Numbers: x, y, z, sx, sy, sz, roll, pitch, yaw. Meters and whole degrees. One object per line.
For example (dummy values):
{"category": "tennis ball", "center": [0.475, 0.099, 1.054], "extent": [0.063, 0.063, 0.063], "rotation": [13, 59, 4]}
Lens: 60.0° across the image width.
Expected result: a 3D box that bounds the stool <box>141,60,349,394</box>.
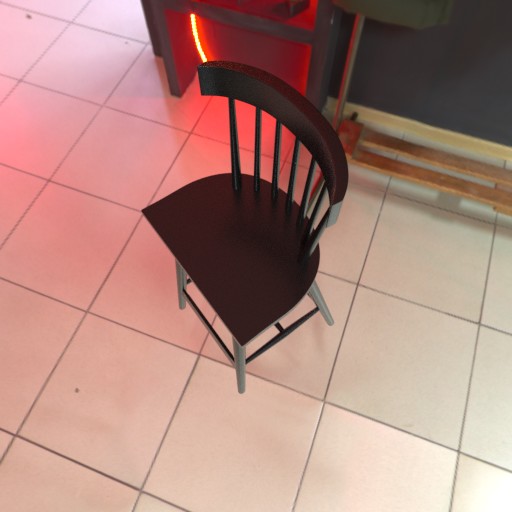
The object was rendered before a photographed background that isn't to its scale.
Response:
{"category": "stool", "center": [0.000, 0.000, 1.356], "extent": [0.483, 1.092, 0.482], "rotation": [-34, 68, -15]}
